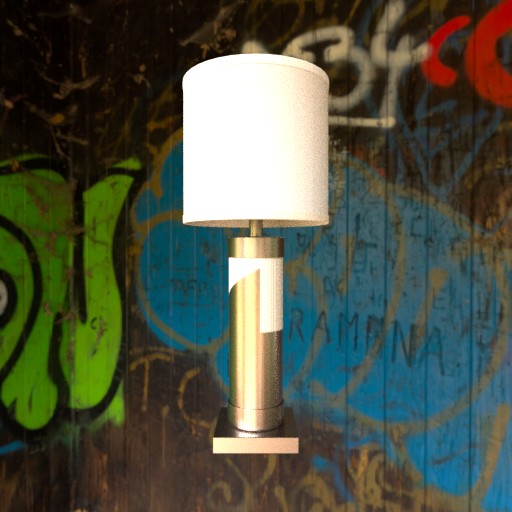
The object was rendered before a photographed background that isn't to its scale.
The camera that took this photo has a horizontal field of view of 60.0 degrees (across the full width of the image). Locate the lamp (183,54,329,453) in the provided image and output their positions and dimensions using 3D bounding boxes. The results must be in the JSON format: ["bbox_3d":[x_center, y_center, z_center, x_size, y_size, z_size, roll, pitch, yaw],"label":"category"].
[{"bbox_3d":[0.000,0.000,0.625,0.202,0.509,0.202,0,1,0],"label":"lamp"}]
